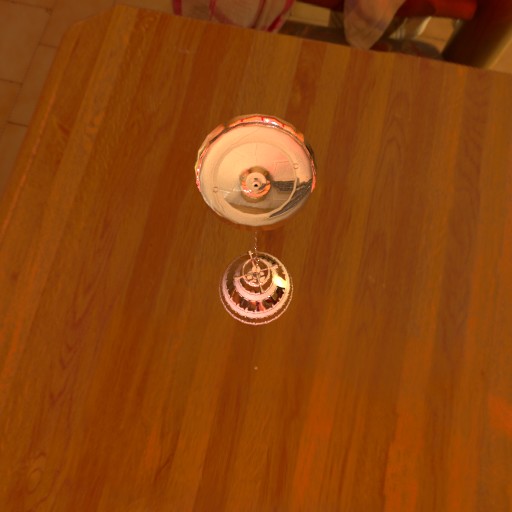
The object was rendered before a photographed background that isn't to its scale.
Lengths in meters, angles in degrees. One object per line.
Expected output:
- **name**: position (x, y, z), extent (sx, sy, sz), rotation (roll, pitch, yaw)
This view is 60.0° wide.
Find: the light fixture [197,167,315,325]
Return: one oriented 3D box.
- **light fixture**: position (0.000, 0.000, 1.608), extent (0.374, 1.457, 0.374), rotation (-17, 76, -4)
